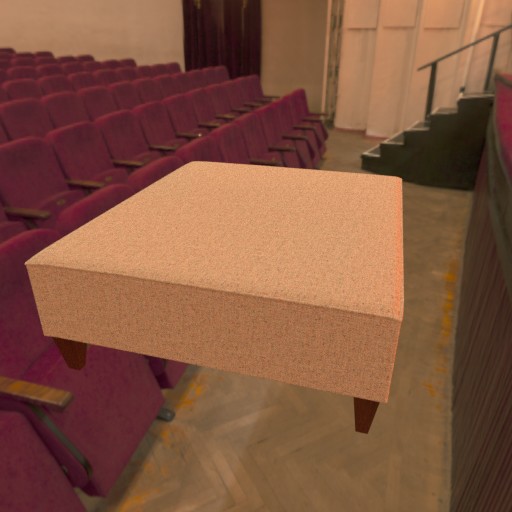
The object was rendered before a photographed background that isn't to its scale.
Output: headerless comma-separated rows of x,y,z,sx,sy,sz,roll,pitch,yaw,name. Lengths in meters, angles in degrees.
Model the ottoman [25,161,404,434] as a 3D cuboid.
0.000,0.000,1.217,0.736,0.303,0.835,7,27,15,ottoman
